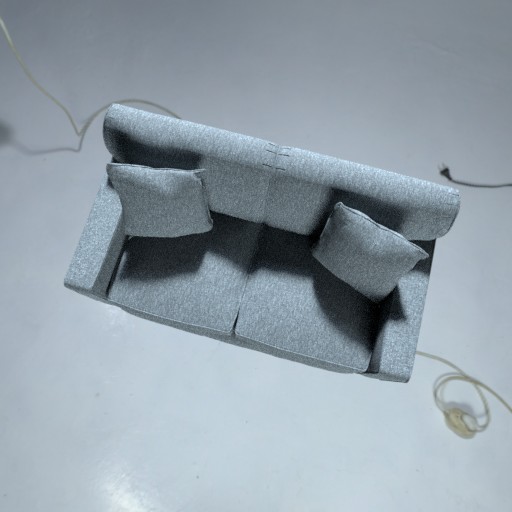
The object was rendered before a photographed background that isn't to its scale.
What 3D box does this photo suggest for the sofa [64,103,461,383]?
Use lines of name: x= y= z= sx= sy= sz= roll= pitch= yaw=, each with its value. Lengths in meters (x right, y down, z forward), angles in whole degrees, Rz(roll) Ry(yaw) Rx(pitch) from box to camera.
sofa: x=0.000 y=0.000 z=2.505 sx=1.846 sy=0.958 sz=0.998 roll=15 pitch=76 yaw=4
